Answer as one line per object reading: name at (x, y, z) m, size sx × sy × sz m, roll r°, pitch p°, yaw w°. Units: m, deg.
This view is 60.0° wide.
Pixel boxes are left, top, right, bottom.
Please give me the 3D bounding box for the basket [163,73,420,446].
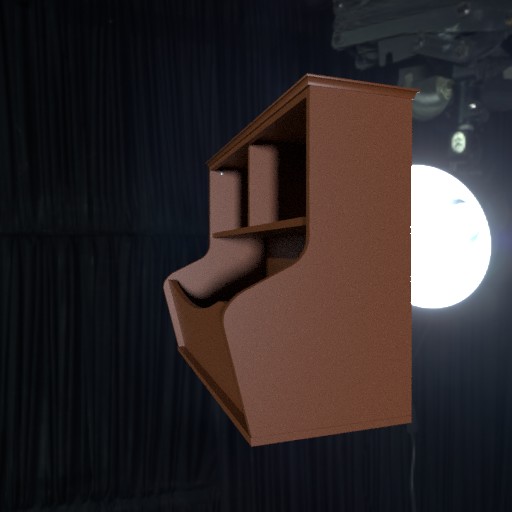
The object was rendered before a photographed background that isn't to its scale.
basket at (0.000, 0.000, 1.142) m, size 0.376 × 0.625 × 0.792 m, roll 0°, pitch 0°, yaw -19°
